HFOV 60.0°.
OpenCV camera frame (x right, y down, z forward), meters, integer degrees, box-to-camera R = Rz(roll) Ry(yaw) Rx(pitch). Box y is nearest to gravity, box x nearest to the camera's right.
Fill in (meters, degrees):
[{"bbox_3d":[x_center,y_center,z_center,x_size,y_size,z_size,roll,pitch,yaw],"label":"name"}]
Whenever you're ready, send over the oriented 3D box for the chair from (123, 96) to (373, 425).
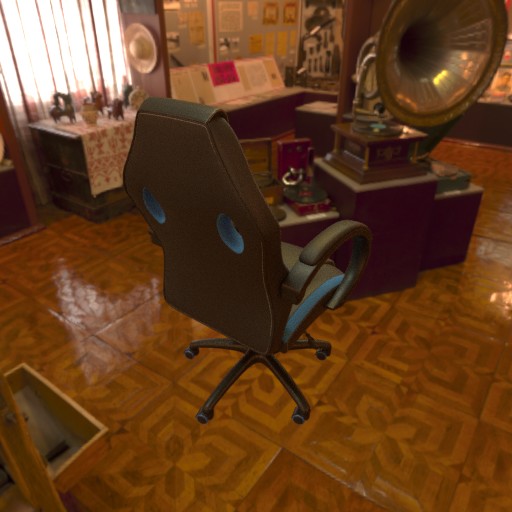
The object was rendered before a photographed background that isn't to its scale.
[{"bbox_3d":[0.000,0.000,1.629,0.673,1.187,0.724,21,36,32],"label":"chair"}]
